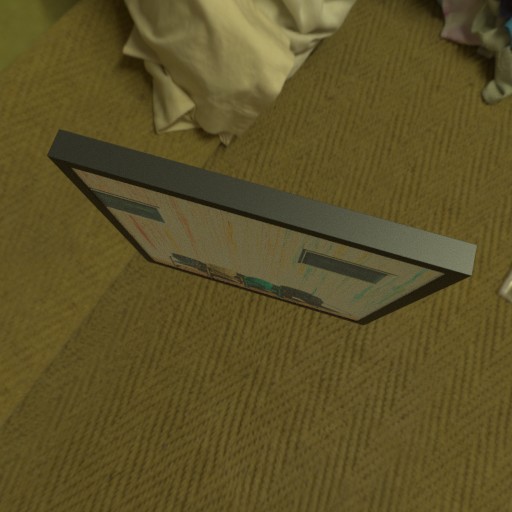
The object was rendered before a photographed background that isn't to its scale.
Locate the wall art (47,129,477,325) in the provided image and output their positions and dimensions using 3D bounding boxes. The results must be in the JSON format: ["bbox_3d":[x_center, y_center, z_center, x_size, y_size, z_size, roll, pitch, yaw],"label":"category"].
[{"bbox_3d":[0.000,0.000,0.754,0.506,0.506,0.037,16,76,4],"label":"wall art"}]
